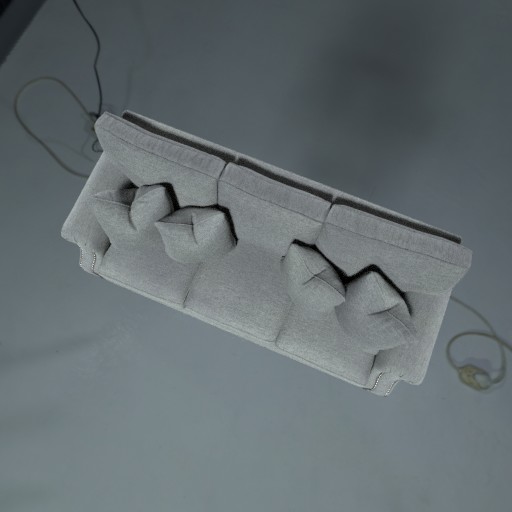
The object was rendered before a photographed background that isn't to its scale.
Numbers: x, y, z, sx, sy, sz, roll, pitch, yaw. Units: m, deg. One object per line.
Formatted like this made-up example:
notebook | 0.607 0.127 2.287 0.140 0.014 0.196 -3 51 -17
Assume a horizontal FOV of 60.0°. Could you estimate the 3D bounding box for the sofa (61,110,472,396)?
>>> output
sofa | 0.000 0.000 2.764 2.312 0.975 0.965 22 76 6
